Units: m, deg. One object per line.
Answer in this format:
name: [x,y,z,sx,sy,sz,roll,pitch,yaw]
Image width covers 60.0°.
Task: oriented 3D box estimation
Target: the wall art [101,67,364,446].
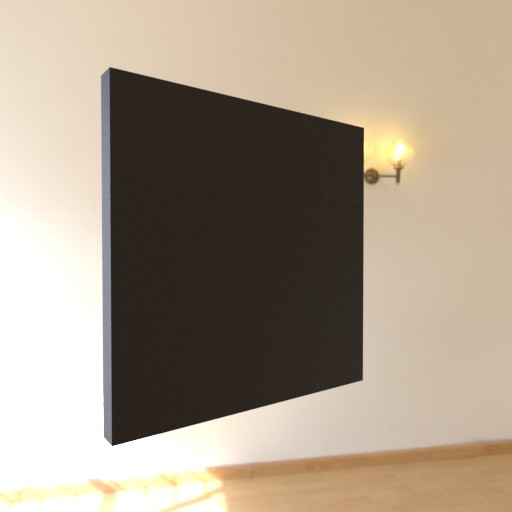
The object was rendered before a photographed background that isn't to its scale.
wall art: [0.000,0.000,0.756,0.507,0.507,0.038,-1,1,-36]
